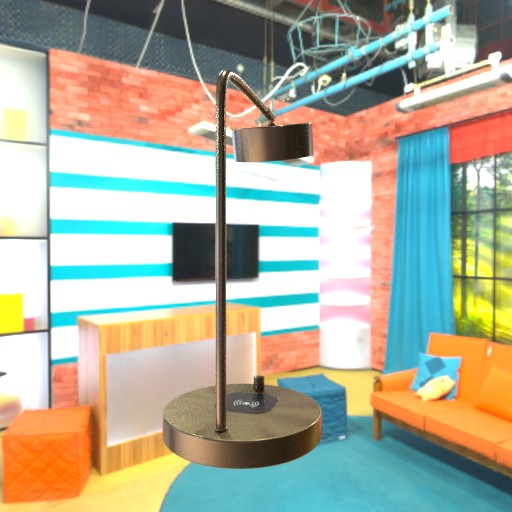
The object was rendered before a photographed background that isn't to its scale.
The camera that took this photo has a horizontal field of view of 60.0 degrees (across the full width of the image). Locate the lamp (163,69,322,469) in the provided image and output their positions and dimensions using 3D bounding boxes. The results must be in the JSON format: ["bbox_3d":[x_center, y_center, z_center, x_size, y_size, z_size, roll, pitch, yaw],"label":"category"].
[{"bbox_3d":[0.000,0.000,0.528,0.171,0.380,0.270,0,1,17],"label":"lamp"}]
